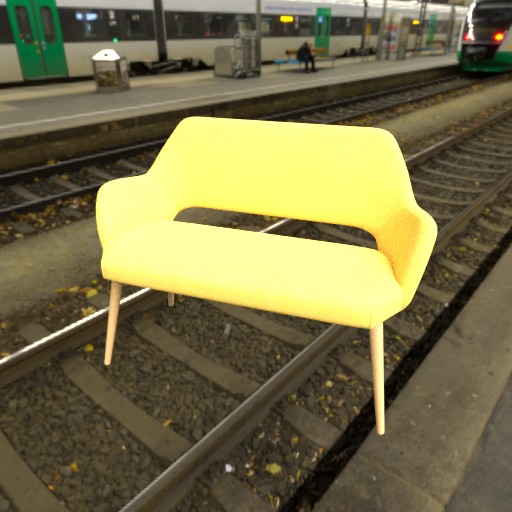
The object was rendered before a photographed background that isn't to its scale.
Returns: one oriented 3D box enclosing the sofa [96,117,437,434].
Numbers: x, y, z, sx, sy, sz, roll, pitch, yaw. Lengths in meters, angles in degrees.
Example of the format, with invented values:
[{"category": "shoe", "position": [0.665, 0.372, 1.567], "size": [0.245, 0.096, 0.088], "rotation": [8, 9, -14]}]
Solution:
[{"category": "sofa", "position": [0.000, 0.000, 1.594], "size": [1.150, 0.840, 0.610], "rotation": [9, 28, 17]}]
